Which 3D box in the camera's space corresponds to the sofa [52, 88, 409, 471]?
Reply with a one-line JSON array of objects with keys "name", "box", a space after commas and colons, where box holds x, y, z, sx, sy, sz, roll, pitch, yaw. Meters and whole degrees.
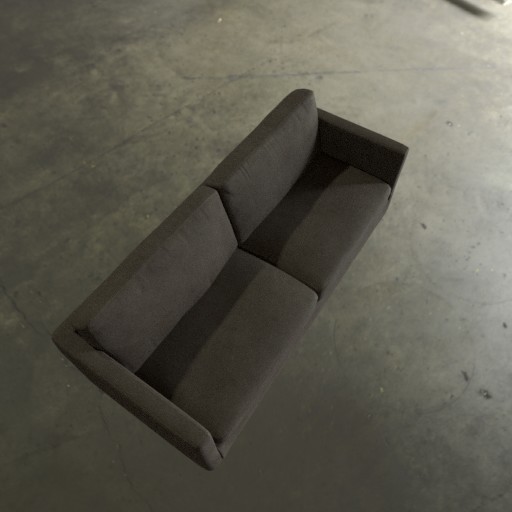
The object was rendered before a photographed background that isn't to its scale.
[{"name": "sofa", "box": [0.000, 0.000, 2.700, 0.951, 0.965, 2.208, 30, 62, 18]}]
